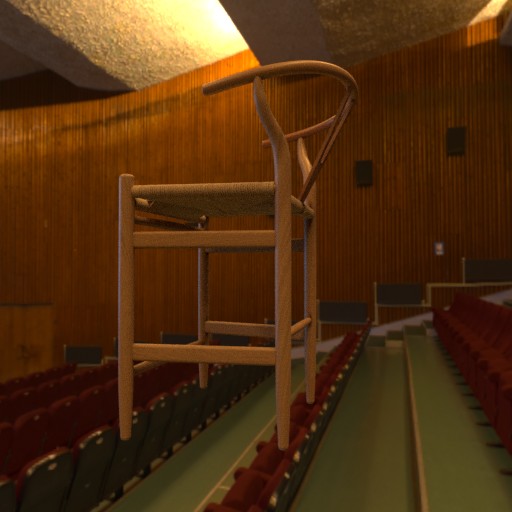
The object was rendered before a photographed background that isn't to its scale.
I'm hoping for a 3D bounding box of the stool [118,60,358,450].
[{"bbox_3d":[0.000,0.000,1.271,0.575,0.923,0.536,0,-1,17],"label":"stool"}]
